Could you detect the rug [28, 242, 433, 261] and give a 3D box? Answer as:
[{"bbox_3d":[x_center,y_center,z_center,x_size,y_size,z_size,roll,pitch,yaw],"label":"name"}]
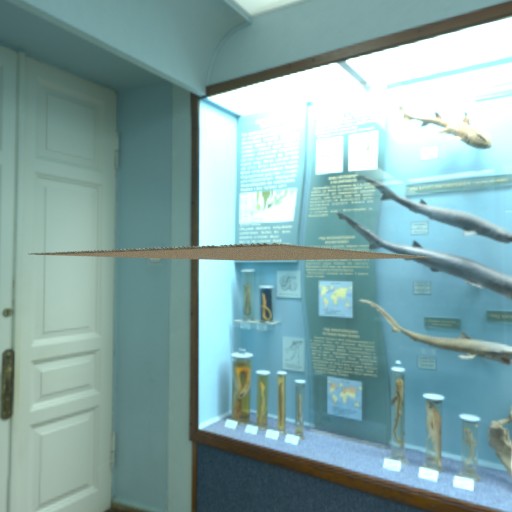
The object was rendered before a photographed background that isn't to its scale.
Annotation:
[{"bbox_3d":[0.000,0.000,4.126,2.444,0.013,3.043,-1,-2,36],"label":"rug"}]
